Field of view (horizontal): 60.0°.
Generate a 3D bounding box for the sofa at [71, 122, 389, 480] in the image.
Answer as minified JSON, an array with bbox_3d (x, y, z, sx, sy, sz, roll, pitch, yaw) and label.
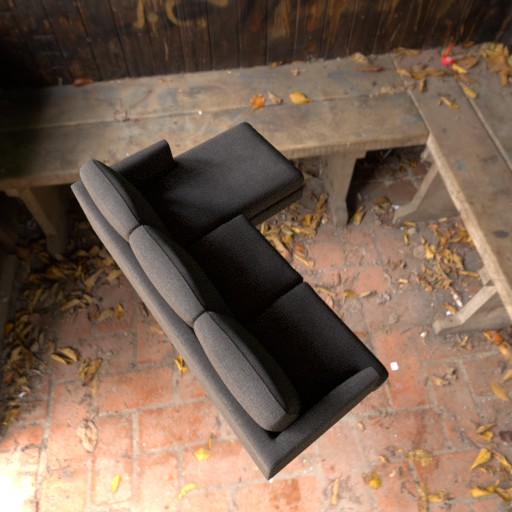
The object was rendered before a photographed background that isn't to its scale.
[{"bbox_3d":[0.000,0.000,2.978,1.504,0.956,2.233,-33,64,-19],"label":"sofa"}]
